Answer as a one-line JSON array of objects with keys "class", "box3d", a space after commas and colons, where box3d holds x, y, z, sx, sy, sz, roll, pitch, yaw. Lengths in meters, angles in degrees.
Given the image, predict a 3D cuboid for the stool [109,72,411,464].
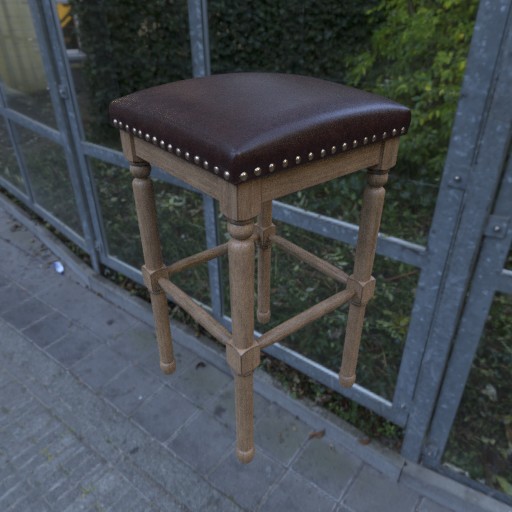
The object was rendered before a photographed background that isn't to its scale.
[{"class": "stool", "box3d": [0.000, 0.000, 0.926, 0.383, 0.702, 0.382, -23, 38, -33]}]
